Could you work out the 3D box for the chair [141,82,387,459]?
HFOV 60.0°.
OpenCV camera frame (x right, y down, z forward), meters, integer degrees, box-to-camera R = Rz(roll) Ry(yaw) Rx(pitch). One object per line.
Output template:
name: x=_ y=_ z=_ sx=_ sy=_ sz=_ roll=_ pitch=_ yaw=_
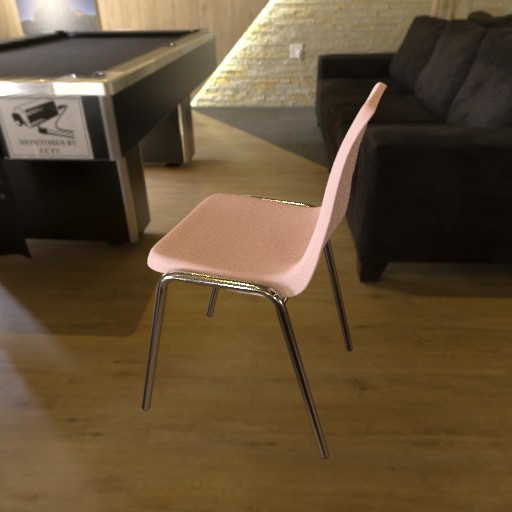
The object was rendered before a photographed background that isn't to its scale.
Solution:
chair: x=0.000 y=0.000 z=0.938 sx=0.436 sy=0.704 sz=0.381 roll=10 pitch=32 yaw=16
